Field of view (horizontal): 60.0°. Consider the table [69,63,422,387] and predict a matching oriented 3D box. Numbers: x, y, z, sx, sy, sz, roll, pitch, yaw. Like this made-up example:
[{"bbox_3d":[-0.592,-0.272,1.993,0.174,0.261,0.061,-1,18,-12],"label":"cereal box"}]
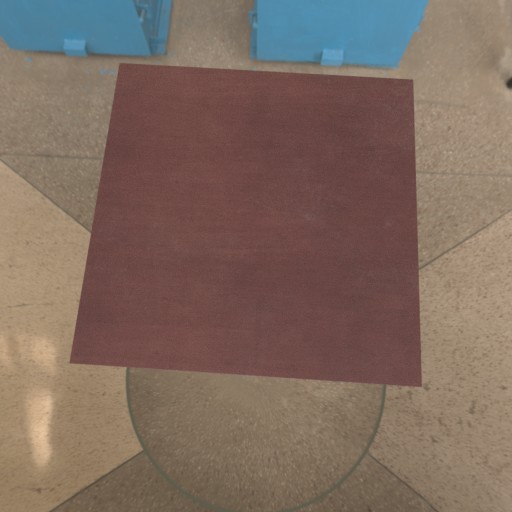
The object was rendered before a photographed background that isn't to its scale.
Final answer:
[{"bbox_3d":[0.000,0.000,1.667,0.861,0.991,0.861,4,75,1],"label":"table"}]
